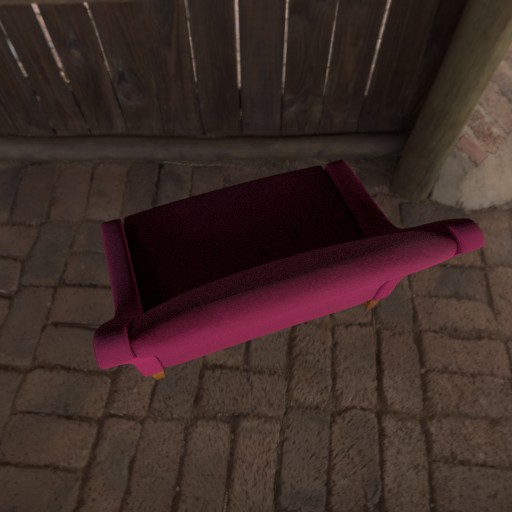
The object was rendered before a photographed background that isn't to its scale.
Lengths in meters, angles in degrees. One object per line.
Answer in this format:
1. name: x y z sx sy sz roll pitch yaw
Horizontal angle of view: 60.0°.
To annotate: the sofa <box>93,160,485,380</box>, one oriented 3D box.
1. sofa: 0.000 0.000 1.923 1.242 0.976 0.946 -17 59 -10
